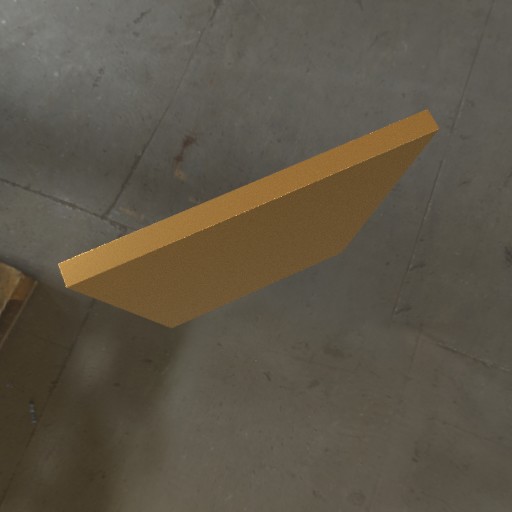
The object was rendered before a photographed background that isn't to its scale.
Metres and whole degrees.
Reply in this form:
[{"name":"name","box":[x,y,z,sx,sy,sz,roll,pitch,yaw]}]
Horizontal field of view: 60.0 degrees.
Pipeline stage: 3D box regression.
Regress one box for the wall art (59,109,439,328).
[{"name":"wall art","box":[0.000,0.000,1.060,0.610,0.812,0.038,-24,78,-5]}]
